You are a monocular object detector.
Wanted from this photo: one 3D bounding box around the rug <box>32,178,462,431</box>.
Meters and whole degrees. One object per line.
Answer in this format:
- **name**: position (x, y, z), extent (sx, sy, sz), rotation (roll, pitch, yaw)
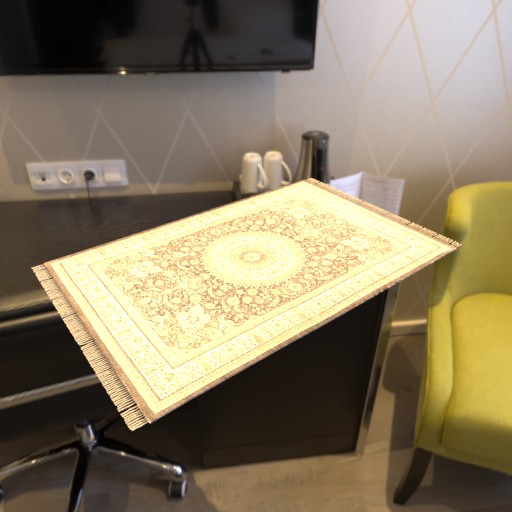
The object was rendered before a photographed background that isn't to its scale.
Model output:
- **rug**: position (0.000, 0.000, 4.117), extent (3.422, 0.015, 2.143), rotation (-22, 38, -31)
